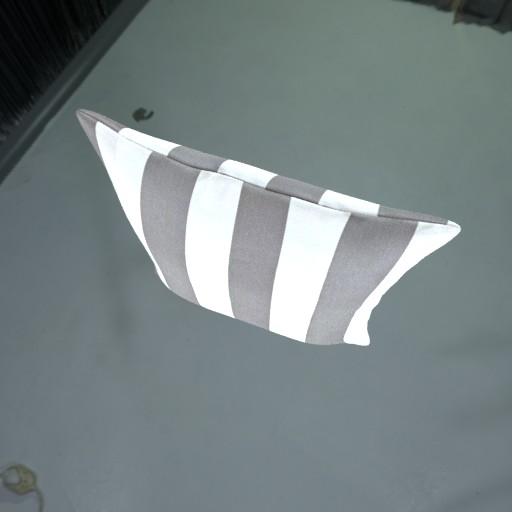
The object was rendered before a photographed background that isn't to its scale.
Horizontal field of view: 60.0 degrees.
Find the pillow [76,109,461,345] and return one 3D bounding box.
[{"bbox_3d":[0.000,0.000,0.782,0.522,0.507,0.192,19,65,9],"label":"pillow"}]
